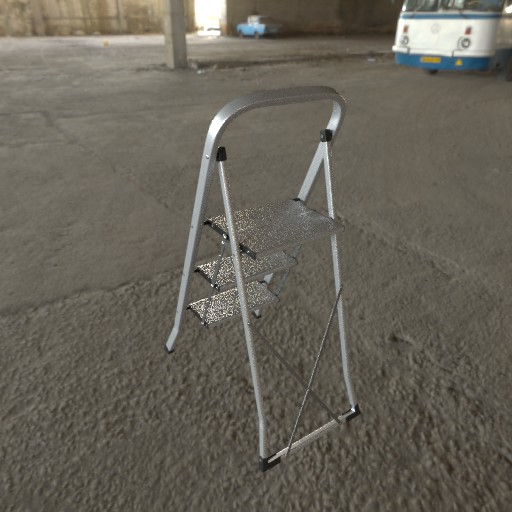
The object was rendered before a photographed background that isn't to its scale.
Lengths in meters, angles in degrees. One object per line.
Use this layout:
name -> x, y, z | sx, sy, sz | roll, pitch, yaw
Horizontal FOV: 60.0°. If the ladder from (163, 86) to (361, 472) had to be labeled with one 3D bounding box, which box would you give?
ladder -> 0.000, 0.000, 1.448 | 0.465, 1.070, 0.704 | -18, 33, -29
